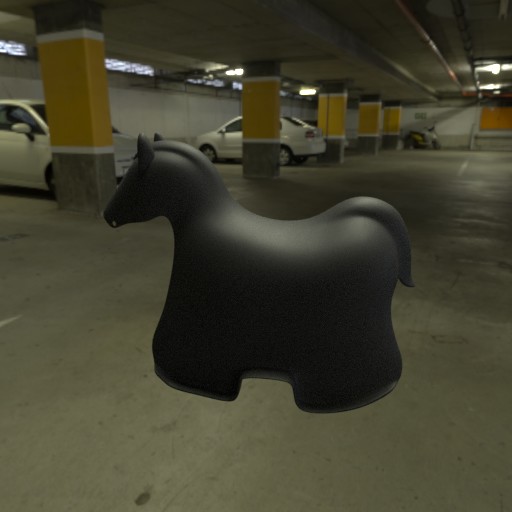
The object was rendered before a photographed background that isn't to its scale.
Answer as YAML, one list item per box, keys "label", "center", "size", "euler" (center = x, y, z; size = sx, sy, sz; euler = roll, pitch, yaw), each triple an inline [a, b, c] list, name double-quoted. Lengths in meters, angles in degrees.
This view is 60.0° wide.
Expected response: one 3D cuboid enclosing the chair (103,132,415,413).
- label: "chair"
  center: [0.000, 0.000, 1.143]
  size: [0.800, 0.612, 0.429]
  euler: [2, 16, 9]
